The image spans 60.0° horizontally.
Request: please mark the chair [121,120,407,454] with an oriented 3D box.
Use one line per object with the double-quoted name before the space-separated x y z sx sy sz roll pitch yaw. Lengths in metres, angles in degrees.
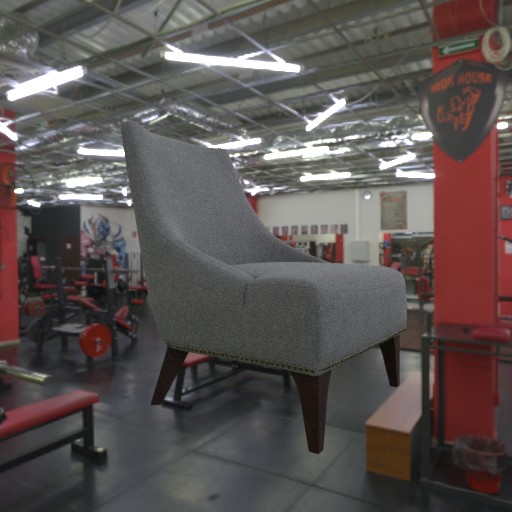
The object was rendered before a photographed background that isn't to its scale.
"chair" 0.000 0.000 1.508 0.861 0.909 0.701 1 1 34
